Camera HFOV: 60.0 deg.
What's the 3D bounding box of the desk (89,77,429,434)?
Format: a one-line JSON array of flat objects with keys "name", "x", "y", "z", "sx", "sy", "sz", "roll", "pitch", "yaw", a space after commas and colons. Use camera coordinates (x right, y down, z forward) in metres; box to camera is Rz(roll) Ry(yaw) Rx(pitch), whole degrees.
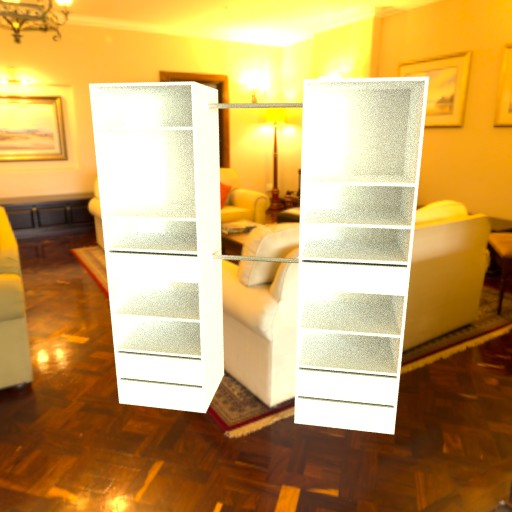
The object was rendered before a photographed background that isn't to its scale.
[{"name": "desk", "x": 0.000, "y": 0.000, "z": 2.769, "sx": 1.770, "sy": 2.000, "sz": 0.480, "roll": 3, "pitch": 16, "yaw": 10}]
